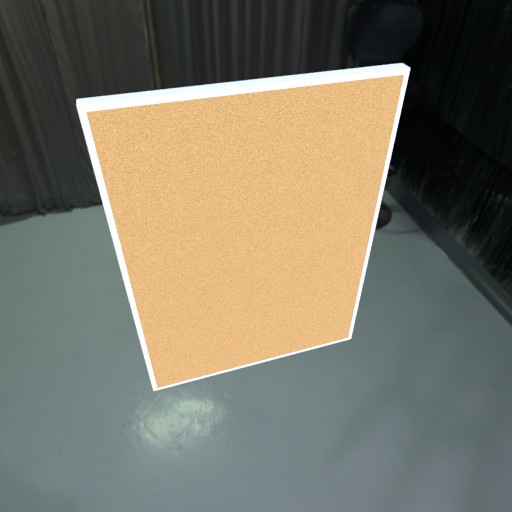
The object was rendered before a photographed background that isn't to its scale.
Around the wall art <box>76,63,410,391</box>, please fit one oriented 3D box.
[{"bbox_3d":[0.000,0.000,1.577,0.914,1.221,0.046,-12,42,-13],"label":"wall art"}]
